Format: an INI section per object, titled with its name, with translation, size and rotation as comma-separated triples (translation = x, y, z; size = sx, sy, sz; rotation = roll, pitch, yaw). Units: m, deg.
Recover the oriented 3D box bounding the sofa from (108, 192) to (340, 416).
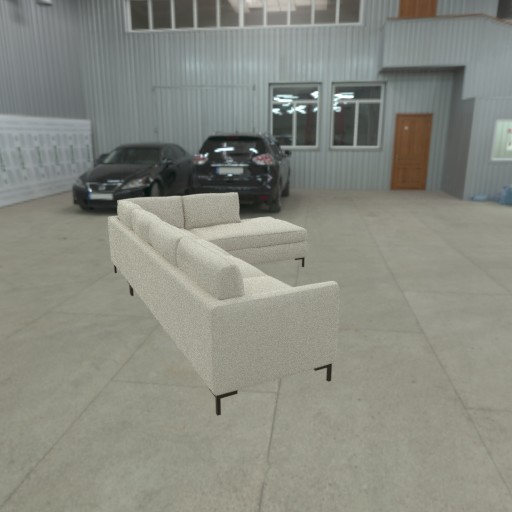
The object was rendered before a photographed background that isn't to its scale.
[sofa]
translation = 0.000, 0.000, 3.894
size = 2.007, 0.815, 2.949
rotation = -8, 17, -26
